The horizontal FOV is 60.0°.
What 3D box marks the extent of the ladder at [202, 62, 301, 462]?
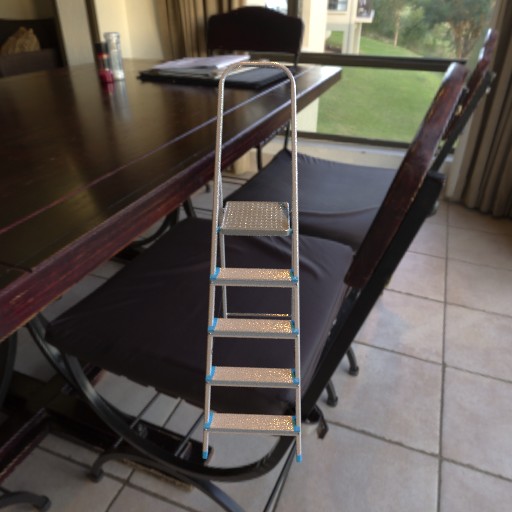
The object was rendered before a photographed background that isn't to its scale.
[{"bbox_3d":[0.000,0.000,2.075,0.468,1.648,0.990,1,31,2],"label":"ladder"}]
